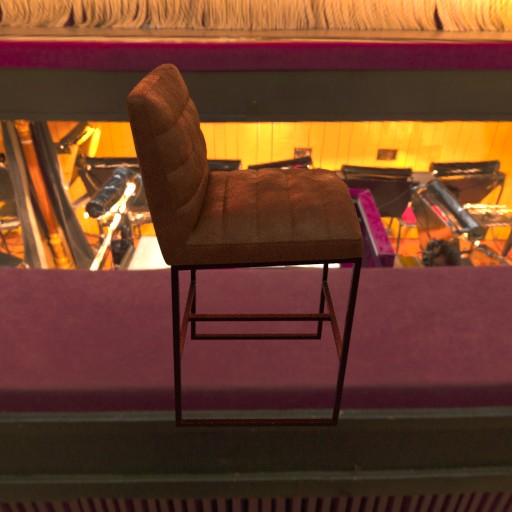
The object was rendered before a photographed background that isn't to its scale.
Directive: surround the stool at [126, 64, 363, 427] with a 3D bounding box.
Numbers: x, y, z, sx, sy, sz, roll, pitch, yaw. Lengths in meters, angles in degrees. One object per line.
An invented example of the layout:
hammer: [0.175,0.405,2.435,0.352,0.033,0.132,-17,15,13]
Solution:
stool: [0.000,0.000,1.377,0.562,1.065,0.463,0,32,0]
